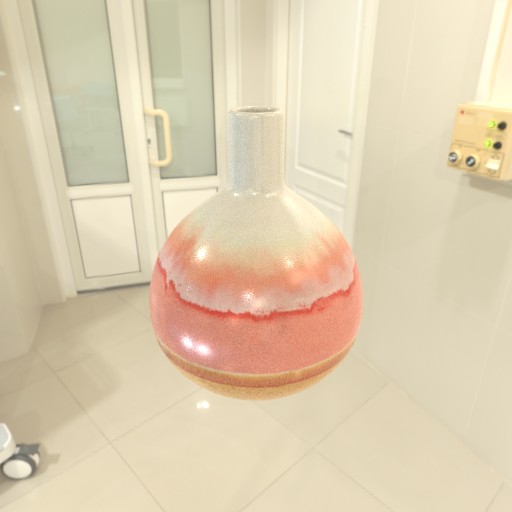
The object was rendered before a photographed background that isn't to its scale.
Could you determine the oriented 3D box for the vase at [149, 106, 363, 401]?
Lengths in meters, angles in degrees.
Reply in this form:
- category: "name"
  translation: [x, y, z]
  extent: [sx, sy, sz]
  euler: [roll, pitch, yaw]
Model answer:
- category: "vase"
  translation: [0.000, 0.000, 0.278]
  extent: [0.137, 0.176, 0.137]
  euler: [0, 26, 0]
